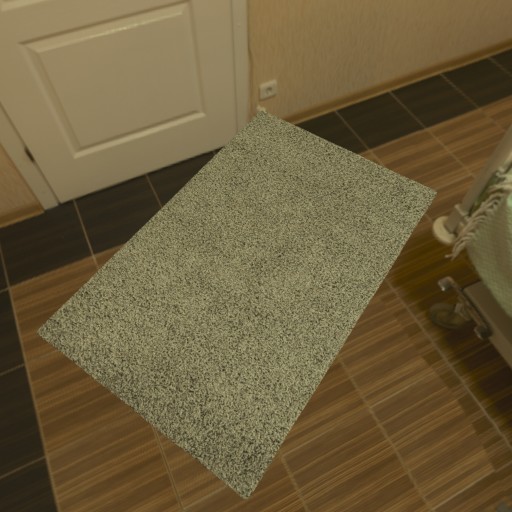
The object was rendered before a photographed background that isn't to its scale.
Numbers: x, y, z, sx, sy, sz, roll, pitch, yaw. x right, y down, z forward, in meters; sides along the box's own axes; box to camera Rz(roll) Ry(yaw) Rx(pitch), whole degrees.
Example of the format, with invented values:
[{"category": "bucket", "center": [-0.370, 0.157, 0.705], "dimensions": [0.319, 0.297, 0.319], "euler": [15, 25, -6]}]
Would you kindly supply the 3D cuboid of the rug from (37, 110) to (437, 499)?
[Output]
[{"category": "rug", "center": [0.000, 0.000, 3.366], "dimensions": [1.778, 0.030, 2.743], "euler": [31, 63, 17]}]
